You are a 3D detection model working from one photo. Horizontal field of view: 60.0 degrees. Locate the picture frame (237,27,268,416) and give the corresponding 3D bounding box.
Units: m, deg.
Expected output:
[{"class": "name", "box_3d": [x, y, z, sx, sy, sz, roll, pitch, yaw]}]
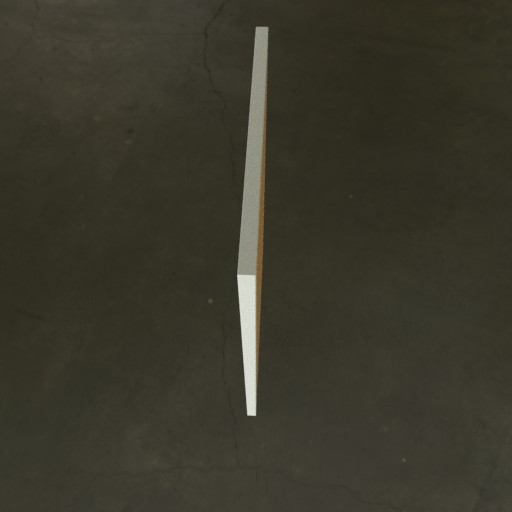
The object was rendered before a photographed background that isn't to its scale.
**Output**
[{"class": "picture frame", "box_3d": [0.000, 0.000, 0.576, 0.013, 0.434, 0.305, 2, 58, 1]}]
